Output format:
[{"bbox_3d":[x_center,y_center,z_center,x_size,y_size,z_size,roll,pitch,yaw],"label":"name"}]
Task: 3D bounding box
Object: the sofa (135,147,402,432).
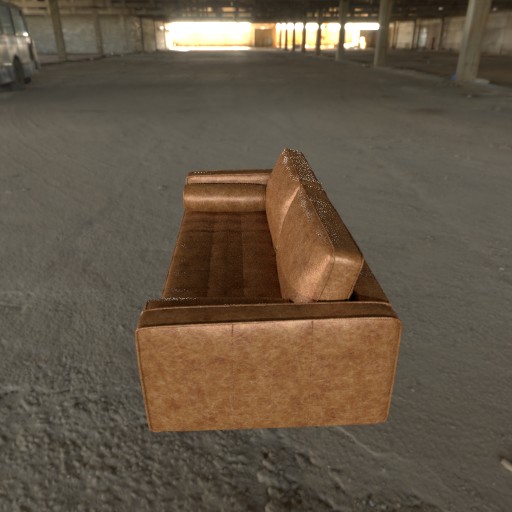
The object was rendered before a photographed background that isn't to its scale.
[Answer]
[{"bbox_3d":[0.000,0.000,2.403,0.924,0.825,1.920,-1,26,-2],"label":"sofa"}]
